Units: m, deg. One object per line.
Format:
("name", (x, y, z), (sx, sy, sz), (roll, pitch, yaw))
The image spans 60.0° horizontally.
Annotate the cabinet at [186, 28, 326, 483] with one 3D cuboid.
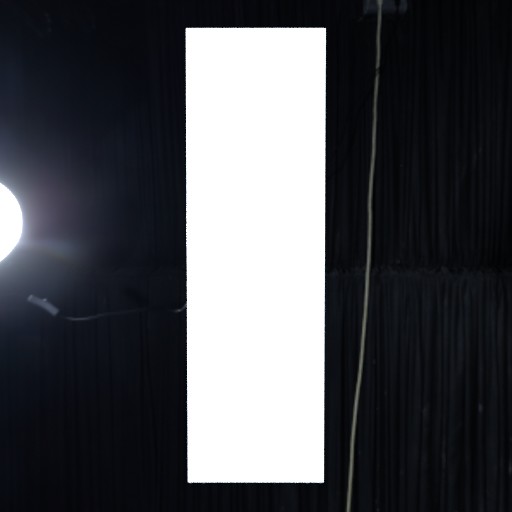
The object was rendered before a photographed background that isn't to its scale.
("cabinet", (0.000, 0.000, 2.356), (0.580, 1.920, 0.980), (0, 2, 0))
